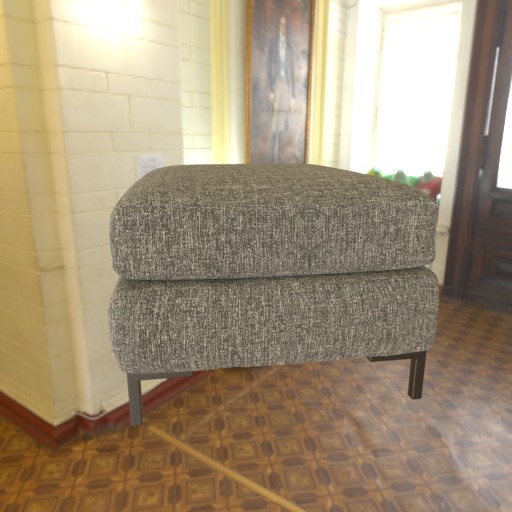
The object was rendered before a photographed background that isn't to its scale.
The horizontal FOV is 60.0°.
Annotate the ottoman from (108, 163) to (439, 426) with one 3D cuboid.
[{"bbox_3d":[0.000,0.000,1.214,0.683,0.480,0.828,-2,15,-9],"label":"ottoman"}]
